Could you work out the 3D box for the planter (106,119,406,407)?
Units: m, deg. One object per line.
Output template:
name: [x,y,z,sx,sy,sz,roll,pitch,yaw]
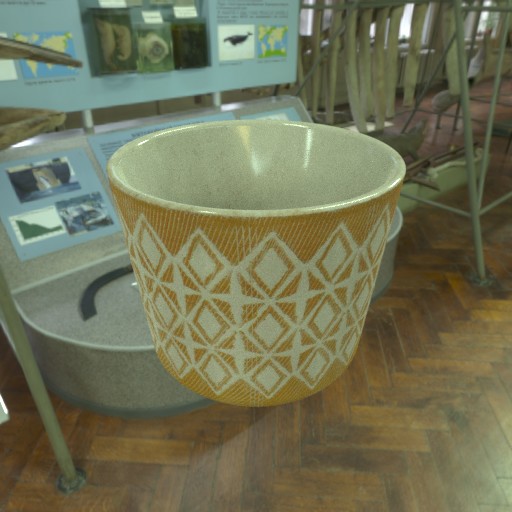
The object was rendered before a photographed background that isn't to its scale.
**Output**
planter: [0.000,0.000,0.220,0.126,0.104,0.126,0,30,0]
